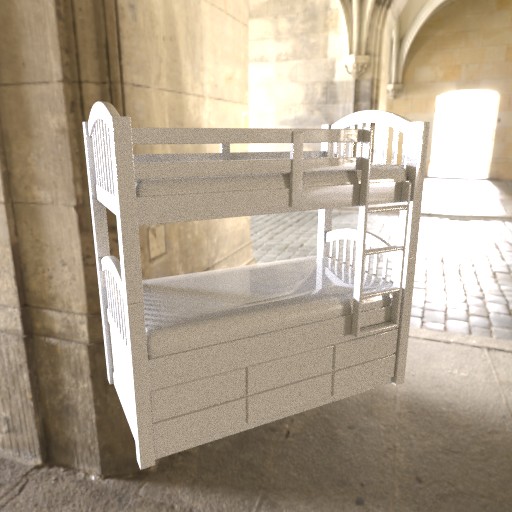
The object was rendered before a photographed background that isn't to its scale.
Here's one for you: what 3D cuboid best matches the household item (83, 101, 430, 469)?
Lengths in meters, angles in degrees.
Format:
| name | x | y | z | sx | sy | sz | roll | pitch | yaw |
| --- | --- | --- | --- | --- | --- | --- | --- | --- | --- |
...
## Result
| name | x | y | z | sx | sy | sz | roll | pitch | yaw |
| --- | --- | --- | --- | --- | --- | --- | --- | --- | --- |
| household item | 0.000 | 0.000 | 3.175 | 2.032 | 2.032 | 1.143 | -8 | 17 | -26 |
